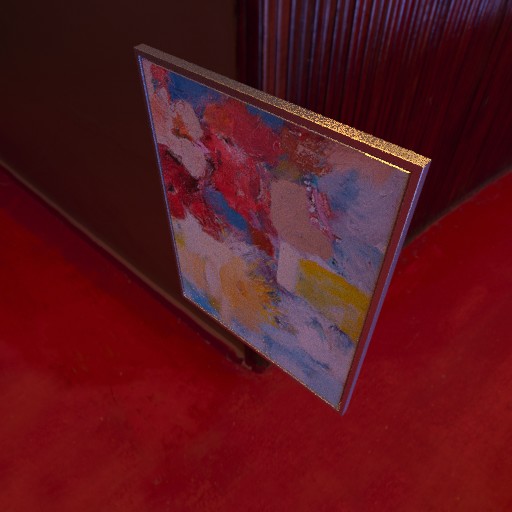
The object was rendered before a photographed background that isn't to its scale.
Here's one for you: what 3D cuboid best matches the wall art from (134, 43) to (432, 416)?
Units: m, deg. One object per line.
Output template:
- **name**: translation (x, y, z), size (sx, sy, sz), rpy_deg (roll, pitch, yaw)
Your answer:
- **wall art**: translation (0.000, 0.000, 1.361), size (0.816, 1.046, 0.030), rpy_deg (32, 54, 27)
